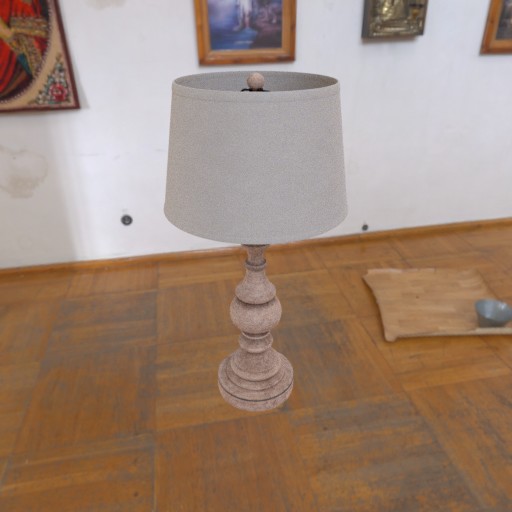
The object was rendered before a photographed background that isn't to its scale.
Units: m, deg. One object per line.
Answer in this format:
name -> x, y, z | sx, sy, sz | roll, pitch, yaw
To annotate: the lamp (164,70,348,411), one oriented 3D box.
lamp -> 0.000, 0.000, 0.882 | 0.340, 0.678, 0.340 | 0, 28, 0
